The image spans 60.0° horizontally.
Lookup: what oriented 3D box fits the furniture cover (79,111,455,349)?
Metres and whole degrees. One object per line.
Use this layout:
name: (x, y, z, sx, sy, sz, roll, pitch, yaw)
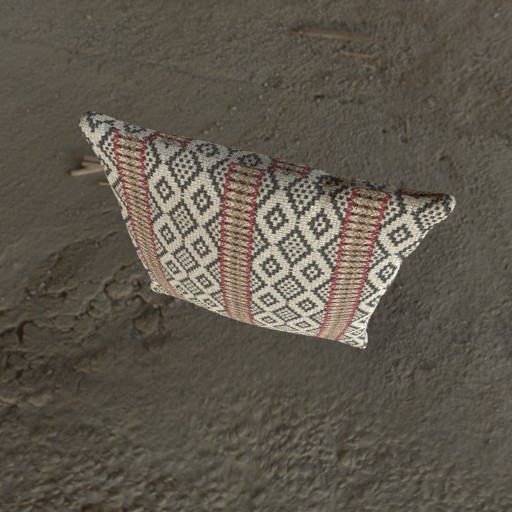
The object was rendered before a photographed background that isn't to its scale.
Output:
furniture cover: (0.000, 0.000, 0.784, 0.503, 0.506, 0.182, 15, 60, 9)
